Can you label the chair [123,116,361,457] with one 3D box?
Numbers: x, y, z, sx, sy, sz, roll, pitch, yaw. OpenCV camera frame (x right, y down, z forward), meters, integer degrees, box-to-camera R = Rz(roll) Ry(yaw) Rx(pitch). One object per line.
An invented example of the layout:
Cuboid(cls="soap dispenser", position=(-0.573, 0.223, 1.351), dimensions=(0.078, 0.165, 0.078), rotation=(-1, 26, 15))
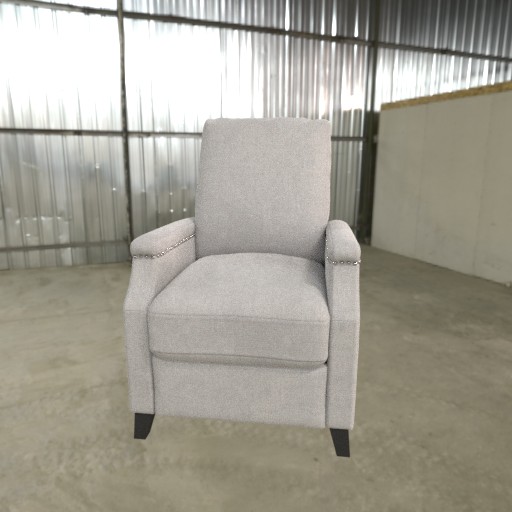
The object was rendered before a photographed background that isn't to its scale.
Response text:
Cuboid(cls="chair", position=(0.000, 0.000, 1.673), dimensions=(0.710, 1.049, 0.922), rotation=(2, 13, 7))
